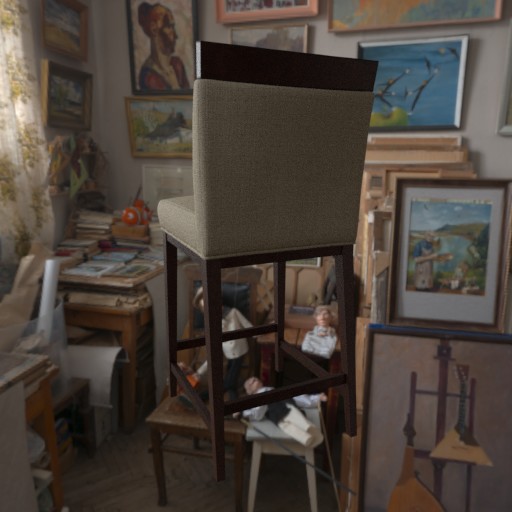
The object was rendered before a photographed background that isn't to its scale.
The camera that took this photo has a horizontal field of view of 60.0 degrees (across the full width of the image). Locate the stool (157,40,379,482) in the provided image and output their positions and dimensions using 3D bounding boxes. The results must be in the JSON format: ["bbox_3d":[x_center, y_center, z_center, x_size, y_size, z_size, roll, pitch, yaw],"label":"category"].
[{"bbox_3d":[0.000,0.000,1.265,0.463,1.011,0.480,-6,14,-25],"label":"stool"}]
